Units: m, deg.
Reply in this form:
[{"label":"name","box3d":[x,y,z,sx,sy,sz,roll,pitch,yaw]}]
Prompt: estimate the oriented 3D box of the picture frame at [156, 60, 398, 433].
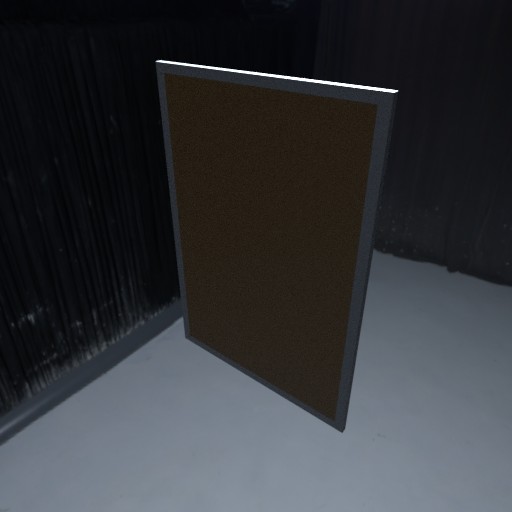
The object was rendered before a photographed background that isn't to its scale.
[{"label":"picture frame","box3d":[0.000,0.000,0.854,0.457,0.657,0.013,22,37,33]}]
